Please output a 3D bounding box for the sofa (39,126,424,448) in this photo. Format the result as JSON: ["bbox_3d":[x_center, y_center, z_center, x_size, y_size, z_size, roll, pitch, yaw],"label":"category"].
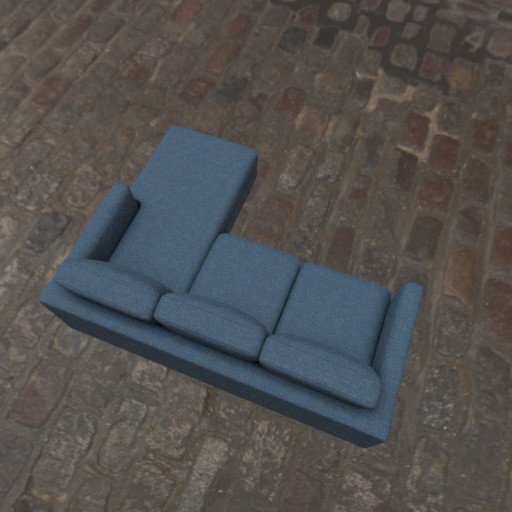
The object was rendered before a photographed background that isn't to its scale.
[{"bbox_3d":[0.000,0.000,2.911,2.055,0.957,1.667,19,65,10],"label":"sofa"}]
